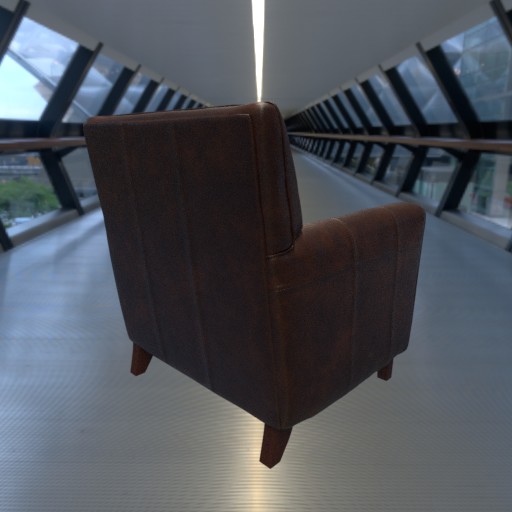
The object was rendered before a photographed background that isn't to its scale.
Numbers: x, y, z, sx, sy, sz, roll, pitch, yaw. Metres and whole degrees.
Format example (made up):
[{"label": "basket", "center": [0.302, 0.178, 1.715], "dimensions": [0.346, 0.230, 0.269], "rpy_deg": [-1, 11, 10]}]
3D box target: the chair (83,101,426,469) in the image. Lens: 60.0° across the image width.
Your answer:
[{"label": "chair", "center": [0.000, 0.000, 1.557], "dimensions": [0.870, 0.943, 0.823], "rpy_deg": [14, 20, 43]}]
